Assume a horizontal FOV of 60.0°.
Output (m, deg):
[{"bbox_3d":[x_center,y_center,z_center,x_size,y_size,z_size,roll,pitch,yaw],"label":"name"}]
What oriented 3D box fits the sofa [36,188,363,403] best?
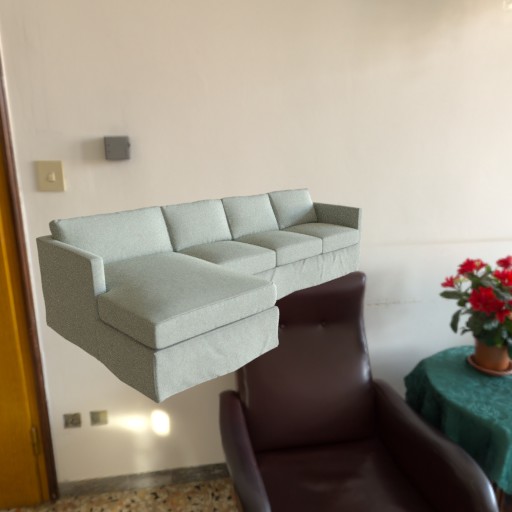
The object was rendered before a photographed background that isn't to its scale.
[{"bbox_3d":[0.000,0.000,3.976,1.650,0.922,3.205,14,20,43],"label":"sofa"}]
